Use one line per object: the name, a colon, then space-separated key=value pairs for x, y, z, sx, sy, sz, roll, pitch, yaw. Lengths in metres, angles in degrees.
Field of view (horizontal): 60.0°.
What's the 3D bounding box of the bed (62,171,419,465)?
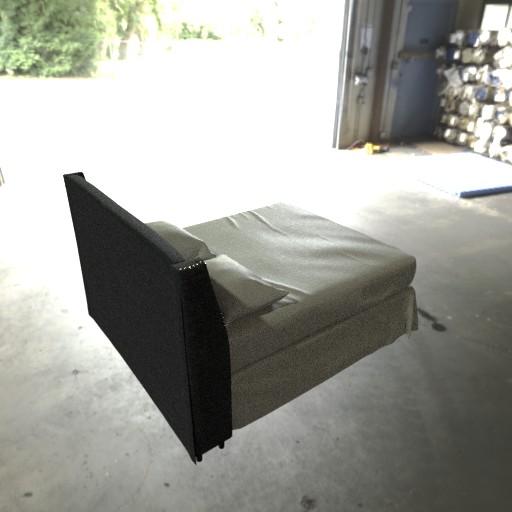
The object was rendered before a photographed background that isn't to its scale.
bed: x=0.000 y=0.000 z=3.543 sx=2.276 sy=1.332 sz=1.925 roll=-18 pitch=32 yaw=-32
